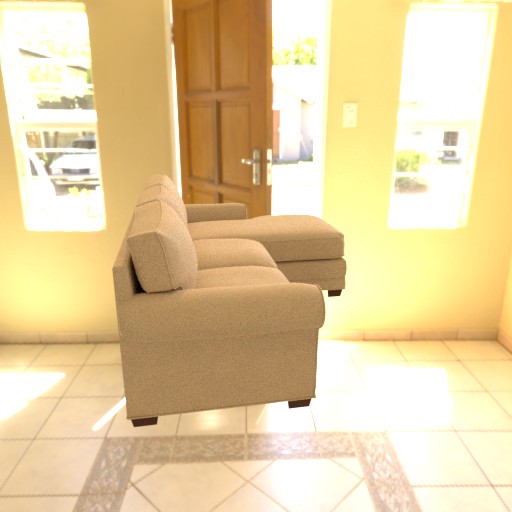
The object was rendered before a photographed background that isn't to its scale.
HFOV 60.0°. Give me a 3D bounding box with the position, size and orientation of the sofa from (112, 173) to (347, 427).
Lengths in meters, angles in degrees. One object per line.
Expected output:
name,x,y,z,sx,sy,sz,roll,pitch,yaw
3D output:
sofa,0.000,0.000,2.322,1.226,0.734,1.770,-3,17,-10
